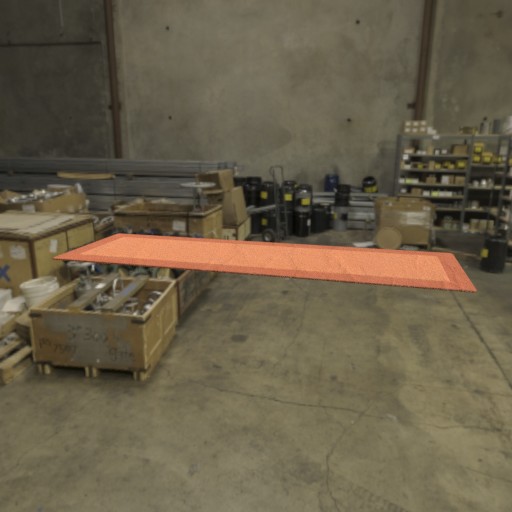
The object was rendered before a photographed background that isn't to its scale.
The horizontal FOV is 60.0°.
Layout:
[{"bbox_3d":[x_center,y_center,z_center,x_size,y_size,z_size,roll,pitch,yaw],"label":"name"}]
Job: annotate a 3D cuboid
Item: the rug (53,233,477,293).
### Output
[{"bbox_3d":[0.000,0.000,2.806,2.471,0.013,0.914,3,15,11],"label":"rug"}]
